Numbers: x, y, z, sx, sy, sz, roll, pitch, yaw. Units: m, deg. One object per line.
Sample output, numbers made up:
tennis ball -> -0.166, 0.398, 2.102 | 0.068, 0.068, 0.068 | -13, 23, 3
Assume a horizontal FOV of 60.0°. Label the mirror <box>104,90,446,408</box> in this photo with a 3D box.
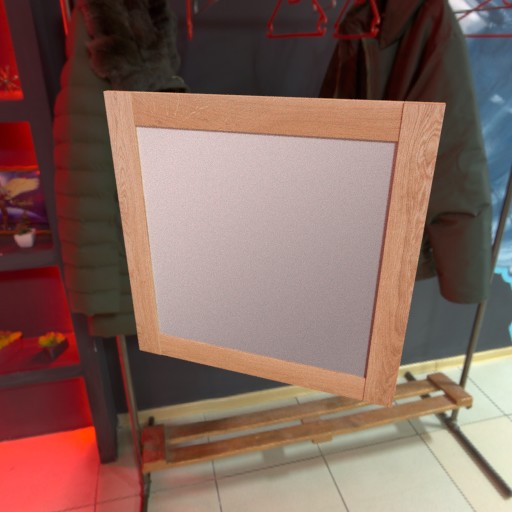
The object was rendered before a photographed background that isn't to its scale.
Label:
mirror -> 0.000, 0.000, 1.175 | 0.800, 0.800, 0.020 | 8, 27, 17
